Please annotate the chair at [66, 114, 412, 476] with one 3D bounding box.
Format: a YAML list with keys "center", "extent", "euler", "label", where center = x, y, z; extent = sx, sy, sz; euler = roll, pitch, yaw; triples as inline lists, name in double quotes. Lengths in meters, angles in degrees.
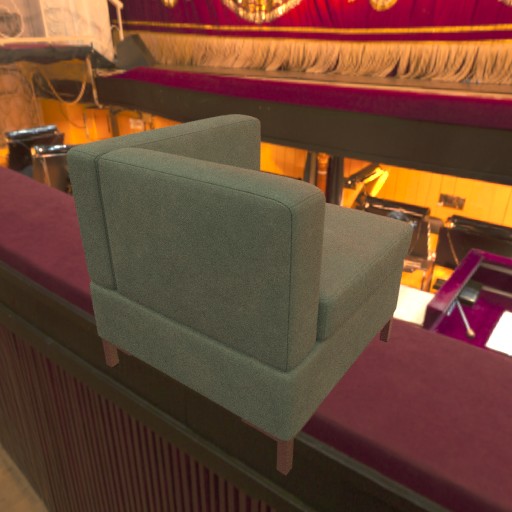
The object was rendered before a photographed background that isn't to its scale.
- center: [0.000, 0.000, 1.249]
  extent: [0.680, 0.660, 0.680]
  euler: [18, 32, 32]
  label: "chair"
